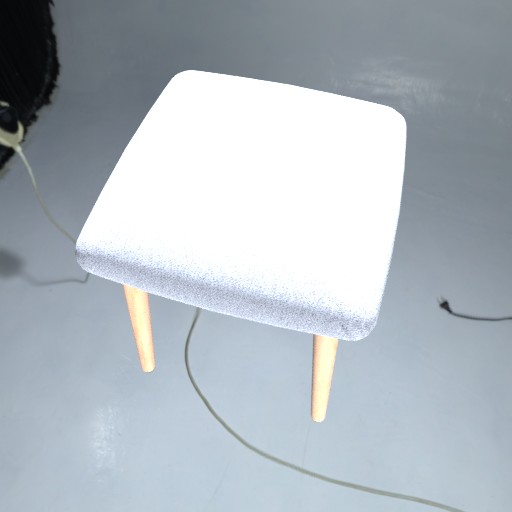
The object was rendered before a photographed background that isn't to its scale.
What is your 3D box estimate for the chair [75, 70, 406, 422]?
[{"bbox_3d":[0.000,0.000,0.695,0.350,0.440,0.350,14,60,8],"label":"chair"}]
